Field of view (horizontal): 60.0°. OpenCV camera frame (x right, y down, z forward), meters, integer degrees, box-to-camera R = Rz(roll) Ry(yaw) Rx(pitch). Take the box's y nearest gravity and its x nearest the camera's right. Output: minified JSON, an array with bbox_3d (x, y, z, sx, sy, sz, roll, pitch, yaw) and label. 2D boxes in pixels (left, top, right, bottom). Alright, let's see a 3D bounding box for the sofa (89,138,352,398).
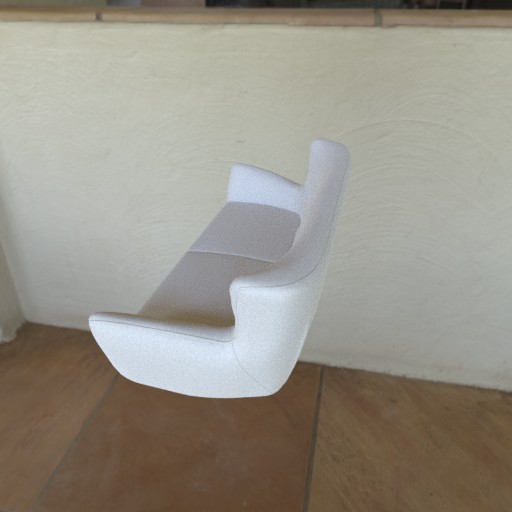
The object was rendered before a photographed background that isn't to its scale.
[{"bbox_3d":[0.000,0.000,2.509,0.899,0.890,1.930,8,32,13],"label":"sofa"}]
